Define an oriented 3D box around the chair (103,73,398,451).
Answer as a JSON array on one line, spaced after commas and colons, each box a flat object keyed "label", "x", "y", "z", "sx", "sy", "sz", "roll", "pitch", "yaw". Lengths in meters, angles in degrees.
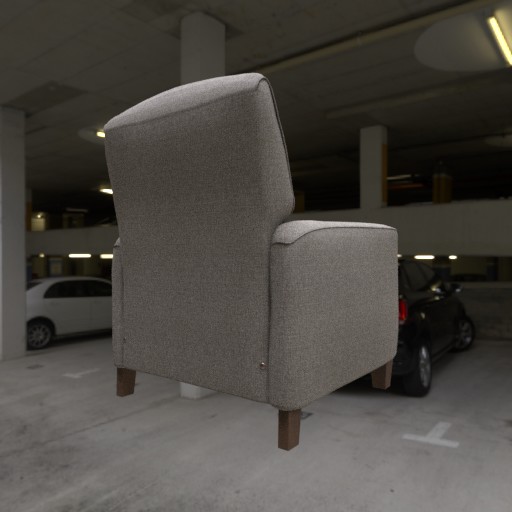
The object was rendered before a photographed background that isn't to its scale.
[{"label": "chair", "x": 0.000, "y": 0.000, "z": 1.652, "sx": 0.848, "sy": 1.014, "sz": 0.864, "roll": 0, "pitch": 0, "yaw": 37}]
